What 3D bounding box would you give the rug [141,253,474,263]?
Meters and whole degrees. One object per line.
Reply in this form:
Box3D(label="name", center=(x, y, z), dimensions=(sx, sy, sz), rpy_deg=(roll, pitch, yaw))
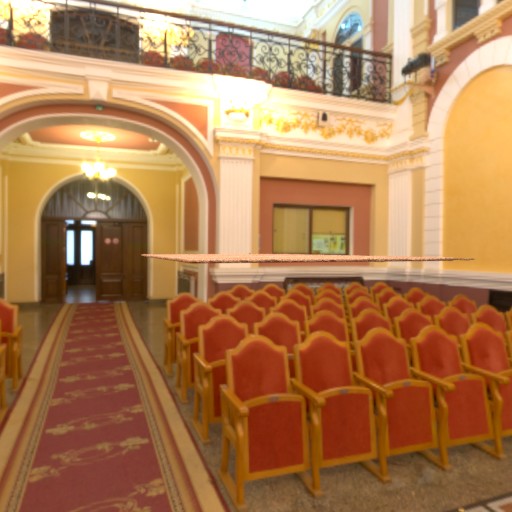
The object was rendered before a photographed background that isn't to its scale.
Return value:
Box3D(label="rug", center=(0.000, 0.000, 2.035), dimensions=(0.905, 0.017, 1.718), rpy_deg=(0, 1, -19))
